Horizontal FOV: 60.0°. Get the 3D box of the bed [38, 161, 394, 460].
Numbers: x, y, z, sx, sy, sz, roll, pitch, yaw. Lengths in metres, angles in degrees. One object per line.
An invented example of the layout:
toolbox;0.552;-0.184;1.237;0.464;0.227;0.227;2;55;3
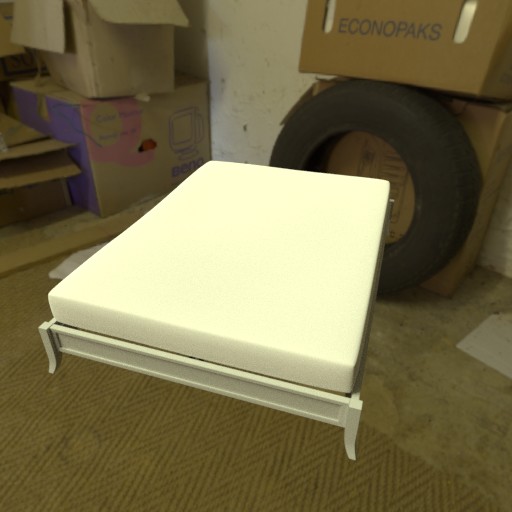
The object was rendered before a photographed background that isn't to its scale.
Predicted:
bed;0.000;0.000;2.832;1.604;0.510;2.108;10;33;15
